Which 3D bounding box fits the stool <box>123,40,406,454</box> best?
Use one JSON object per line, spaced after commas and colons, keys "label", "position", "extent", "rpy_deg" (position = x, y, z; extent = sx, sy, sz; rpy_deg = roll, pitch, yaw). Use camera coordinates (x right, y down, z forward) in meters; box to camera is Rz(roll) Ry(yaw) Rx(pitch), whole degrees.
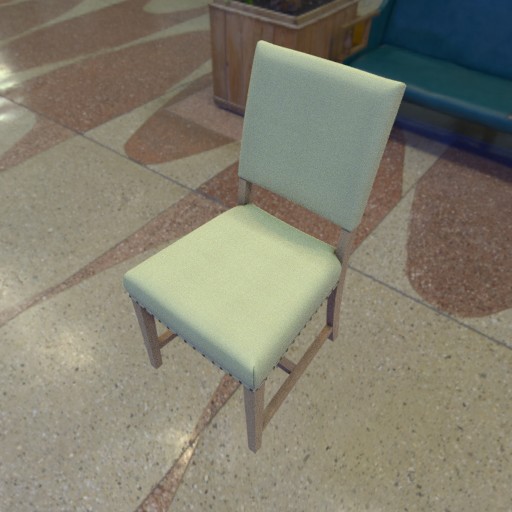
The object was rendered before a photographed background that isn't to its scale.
{"label": "stool", "position": [0.000, 0.000, 1.323], "extent": [0.508, 0.986, 0.623], "rpy_deg": [31, 52, 27]}
